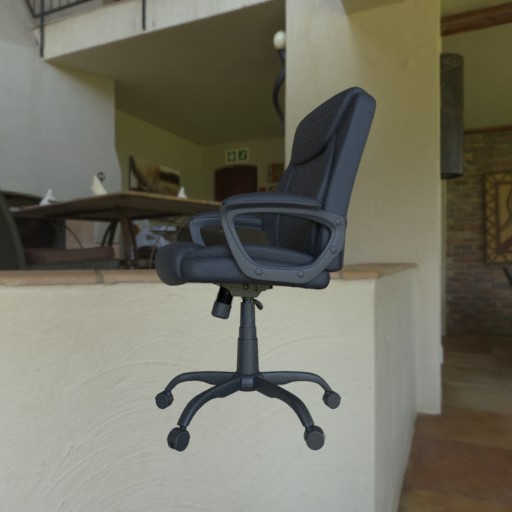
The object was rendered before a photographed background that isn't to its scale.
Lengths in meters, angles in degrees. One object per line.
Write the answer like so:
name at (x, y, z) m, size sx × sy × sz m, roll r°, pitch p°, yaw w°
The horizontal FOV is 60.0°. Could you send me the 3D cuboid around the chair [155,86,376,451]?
chair at (0.000, 0.000, 1.484) m, size 0.655 × 1.072 × 0.615 m, roll 0°, pitch 0°, yaw -18°
